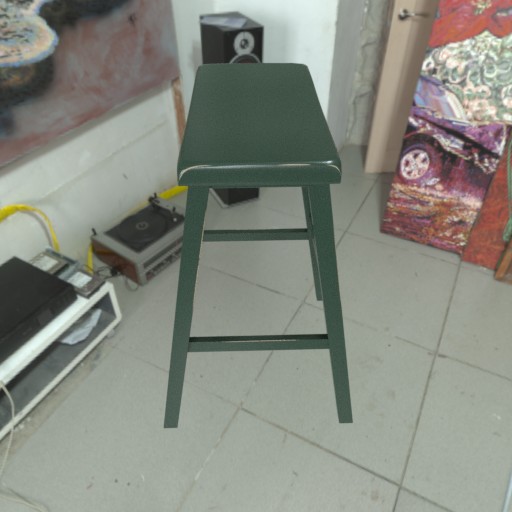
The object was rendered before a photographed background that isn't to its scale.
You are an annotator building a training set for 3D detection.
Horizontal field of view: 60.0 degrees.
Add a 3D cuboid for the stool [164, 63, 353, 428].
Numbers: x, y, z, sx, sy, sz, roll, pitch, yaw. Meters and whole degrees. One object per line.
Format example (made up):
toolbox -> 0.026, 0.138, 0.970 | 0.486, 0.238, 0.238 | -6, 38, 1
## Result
stool -> 0.000, 0.000, 1.046 | 0.476, 0.737, 0.457 | -1, 41, -1
